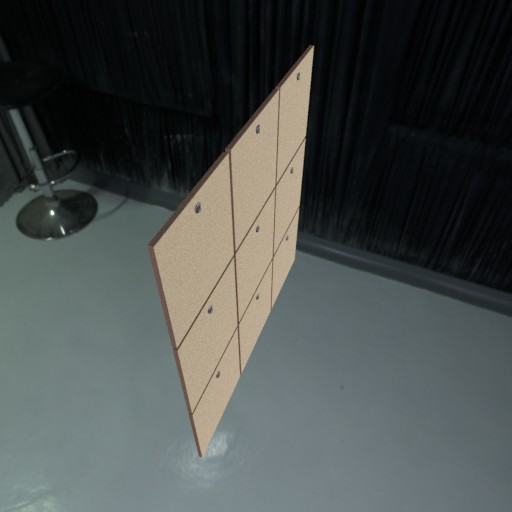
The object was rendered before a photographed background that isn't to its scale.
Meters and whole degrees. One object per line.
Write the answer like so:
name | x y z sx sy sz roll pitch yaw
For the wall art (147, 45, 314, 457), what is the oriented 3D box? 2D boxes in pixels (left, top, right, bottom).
wall art | 0.000 0.000 1.328 0.018 0.904 0.906 16 48 15
